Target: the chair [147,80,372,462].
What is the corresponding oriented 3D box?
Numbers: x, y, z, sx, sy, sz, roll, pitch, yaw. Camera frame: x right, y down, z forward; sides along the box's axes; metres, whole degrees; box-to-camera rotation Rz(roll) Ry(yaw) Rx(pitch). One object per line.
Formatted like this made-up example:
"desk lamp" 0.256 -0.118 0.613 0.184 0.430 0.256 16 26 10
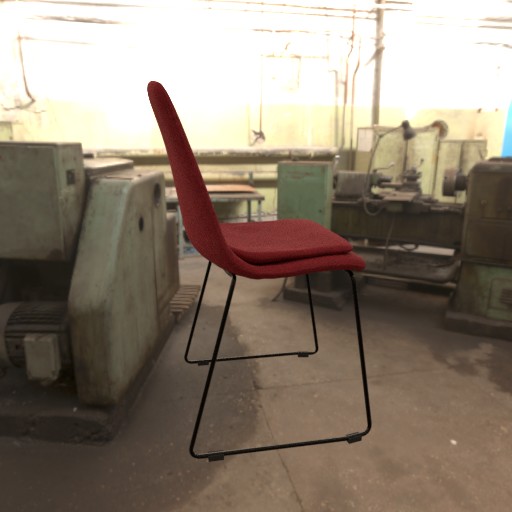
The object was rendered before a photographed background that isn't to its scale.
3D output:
"chair" 0.000 0.000 1.183 0.518 0.858 0.479 -3 15 -10
